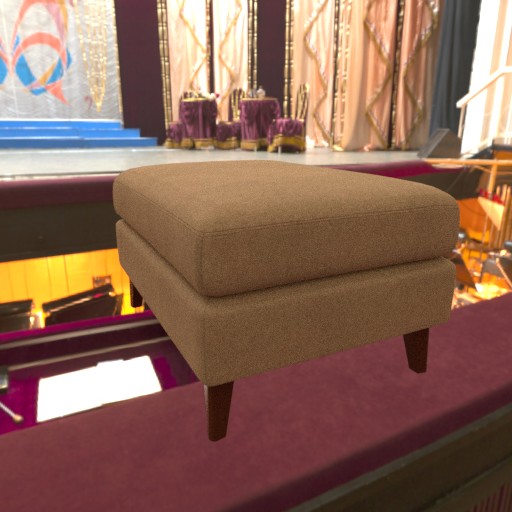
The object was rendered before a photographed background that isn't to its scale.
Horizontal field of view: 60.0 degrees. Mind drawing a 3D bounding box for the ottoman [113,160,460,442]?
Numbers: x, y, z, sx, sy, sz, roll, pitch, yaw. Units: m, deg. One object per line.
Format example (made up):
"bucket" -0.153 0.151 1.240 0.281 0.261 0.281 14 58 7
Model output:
"ottoman" 0.000 0.000 1.214 0.610 0.478 0.823 -8 18 -25
